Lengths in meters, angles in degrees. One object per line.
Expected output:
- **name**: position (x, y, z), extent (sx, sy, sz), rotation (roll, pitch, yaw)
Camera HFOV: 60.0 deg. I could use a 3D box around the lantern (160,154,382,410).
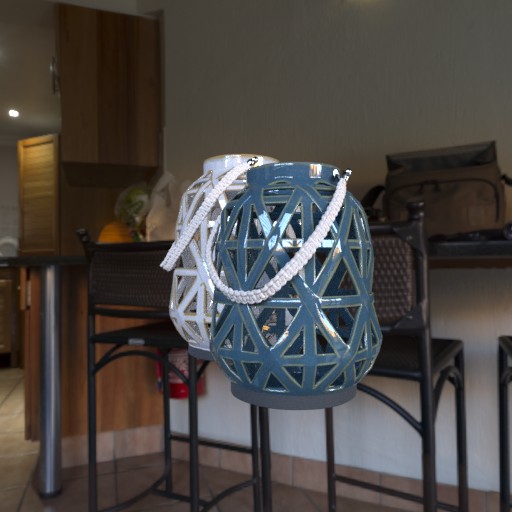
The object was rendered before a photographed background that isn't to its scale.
- **lantern**: position (0.000, 0.000, 0.622), extent (0.245, 0.307, 0.439), rotation (0, -1, -17)
